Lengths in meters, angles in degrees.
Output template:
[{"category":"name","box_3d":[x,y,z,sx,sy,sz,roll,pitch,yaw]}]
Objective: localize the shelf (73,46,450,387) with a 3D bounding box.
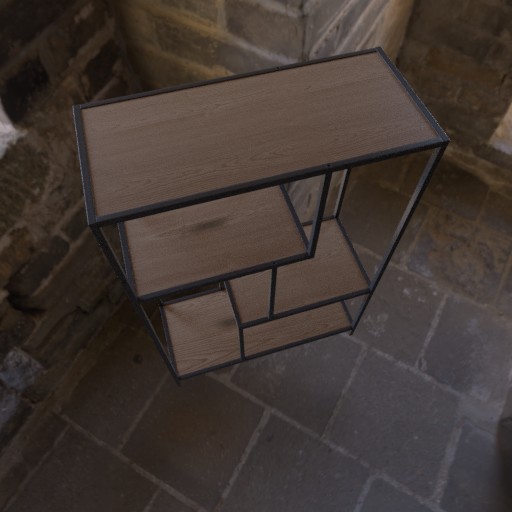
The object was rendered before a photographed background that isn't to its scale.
[{"category":"shelf","box_3d":[0.000,0.000,1.470,0.770,1.138,0.350,-15,60,-9]}]
